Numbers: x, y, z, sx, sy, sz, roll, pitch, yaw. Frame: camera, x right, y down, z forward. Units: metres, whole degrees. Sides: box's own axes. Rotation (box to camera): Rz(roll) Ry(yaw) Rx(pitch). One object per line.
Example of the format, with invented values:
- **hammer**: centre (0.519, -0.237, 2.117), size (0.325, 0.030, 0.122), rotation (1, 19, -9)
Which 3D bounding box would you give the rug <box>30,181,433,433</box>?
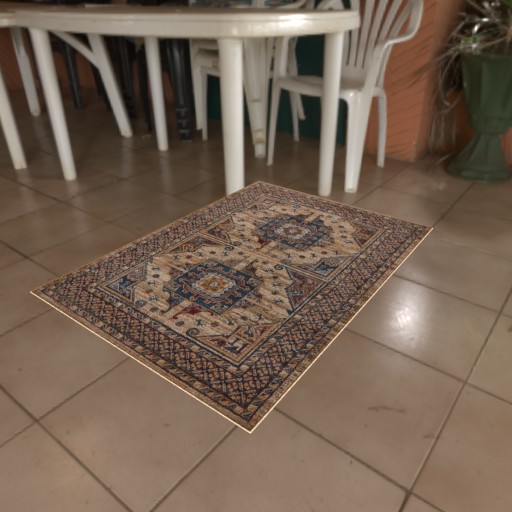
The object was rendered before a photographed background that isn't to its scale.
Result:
- **rug**: centre (0.000, 0.000, 2.925), size (1.611, 0.008, 2.227), rotation (21, 36, 31)
